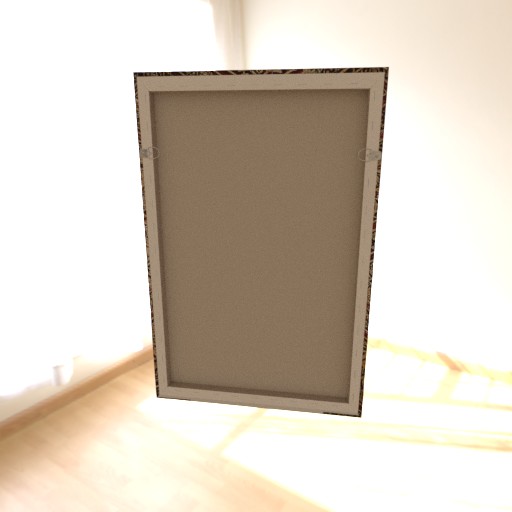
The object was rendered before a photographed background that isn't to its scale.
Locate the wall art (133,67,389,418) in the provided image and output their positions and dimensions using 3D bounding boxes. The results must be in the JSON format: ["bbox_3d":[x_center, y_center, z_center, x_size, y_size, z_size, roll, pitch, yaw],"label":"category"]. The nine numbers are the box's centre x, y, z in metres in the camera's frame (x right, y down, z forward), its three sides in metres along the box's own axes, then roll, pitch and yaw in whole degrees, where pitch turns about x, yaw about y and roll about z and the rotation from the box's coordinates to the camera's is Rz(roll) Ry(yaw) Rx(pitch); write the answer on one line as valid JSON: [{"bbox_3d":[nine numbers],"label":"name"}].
[{"bbox_3d":[0.000,0.000,0.770,0.397,0.599,0.020,3,16,9],"label":"wall art"}]
